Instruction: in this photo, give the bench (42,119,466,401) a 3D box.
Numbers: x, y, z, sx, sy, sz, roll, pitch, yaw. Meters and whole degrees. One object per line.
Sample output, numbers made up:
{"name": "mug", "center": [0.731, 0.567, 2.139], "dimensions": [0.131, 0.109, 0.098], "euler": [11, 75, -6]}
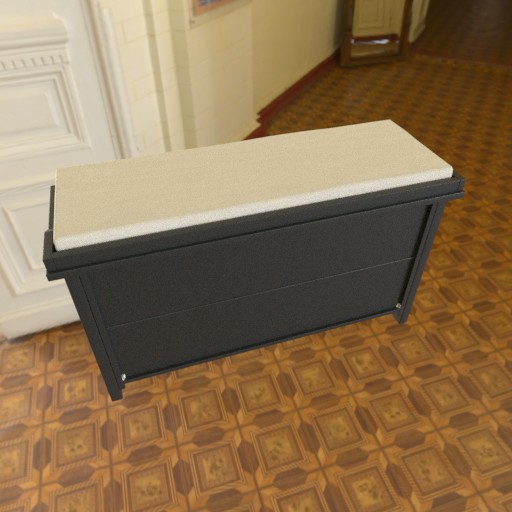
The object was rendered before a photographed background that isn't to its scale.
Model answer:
{"name": "bench", "center": [0.000, 0.000, 1.245], "dimensions": [0.973, 0.561, 0.345], "euler": [-12, 42, -13]}
